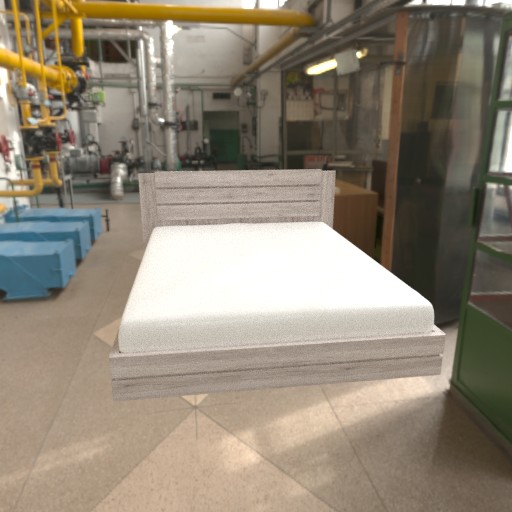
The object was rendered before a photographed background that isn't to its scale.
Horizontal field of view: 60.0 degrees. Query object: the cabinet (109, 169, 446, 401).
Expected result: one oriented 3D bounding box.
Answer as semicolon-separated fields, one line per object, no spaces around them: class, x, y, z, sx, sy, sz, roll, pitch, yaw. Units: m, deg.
cabinet;0.000;0.000;3.084;1.750;0.970;2.080;-2;17;-8
